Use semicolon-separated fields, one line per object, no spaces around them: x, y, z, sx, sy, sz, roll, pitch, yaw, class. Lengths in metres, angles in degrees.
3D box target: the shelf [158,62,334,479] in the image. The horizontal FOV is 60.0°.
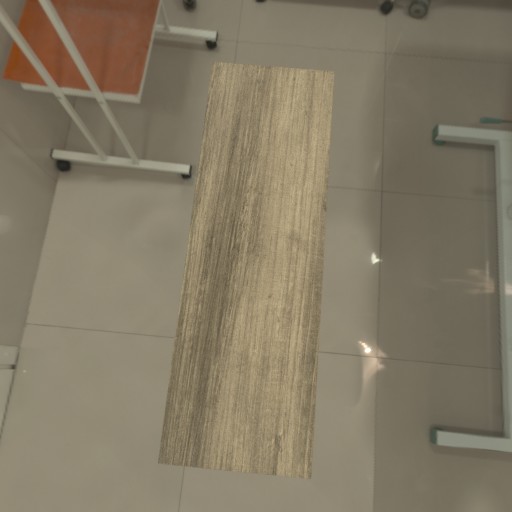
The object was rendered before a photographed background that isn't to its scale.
0.000;0.000;0.709;0.200;0.125;0.610;5;76;1;shelf
